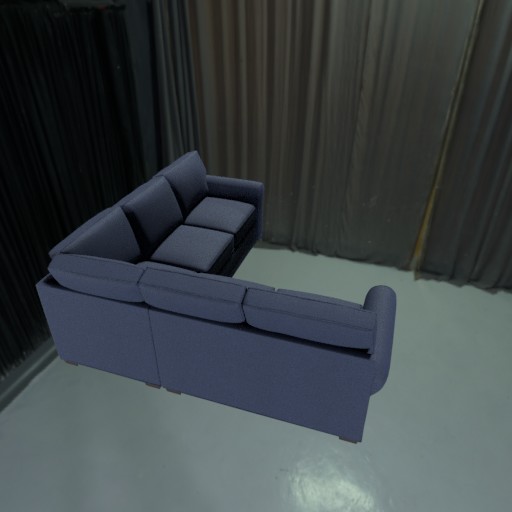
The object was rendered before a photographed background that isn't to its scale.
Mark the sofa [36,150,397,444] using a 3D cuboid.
[{"bbox_3d":[0.000,0.000,4.009,2.487,1.042,2.562,10,34,15],"label":"sofa"}]
